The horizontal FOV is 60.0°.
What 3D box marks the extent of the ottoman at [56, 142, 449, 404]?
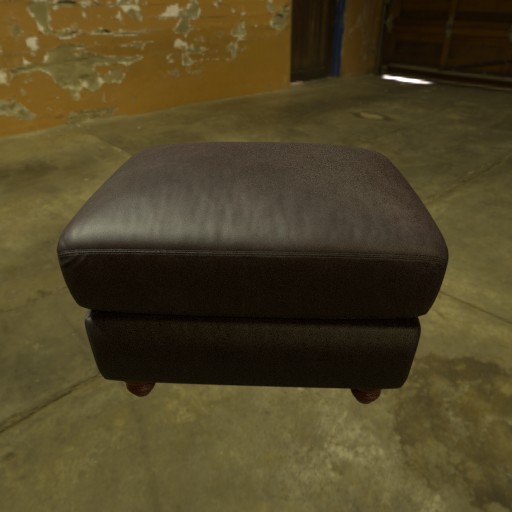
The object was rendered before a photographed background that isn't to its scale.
[{"bbox_3d":[0.000,0.000,1.240,0.806,0.569,0.670,1,29,2],"label":"ottoman"}]
